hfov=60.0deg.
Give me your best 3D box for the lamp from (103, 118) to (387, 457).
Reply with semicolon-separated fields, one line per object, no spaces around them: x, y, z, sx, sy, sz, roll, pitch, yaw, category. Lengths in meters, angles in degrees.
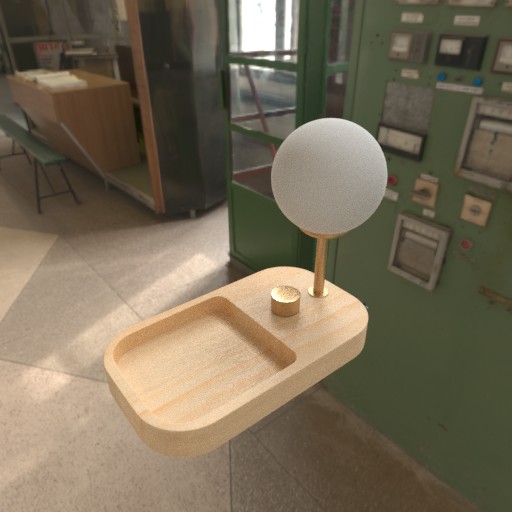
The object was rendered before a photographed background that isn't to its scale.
0.000;0.000;0.466;0.331;0.253;0.173;-22;36;-33;lamp
